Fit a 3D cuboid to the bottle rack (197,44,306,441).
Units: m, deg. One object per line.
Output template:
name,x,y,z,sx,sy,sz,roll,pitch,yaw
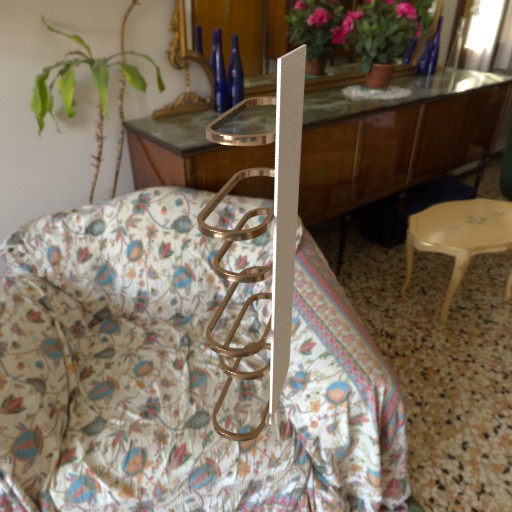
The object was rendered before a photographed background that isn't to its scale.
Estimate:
bottle rack,0.000,0.000,0.836,0.118,0.709,0.332,8,32,13
